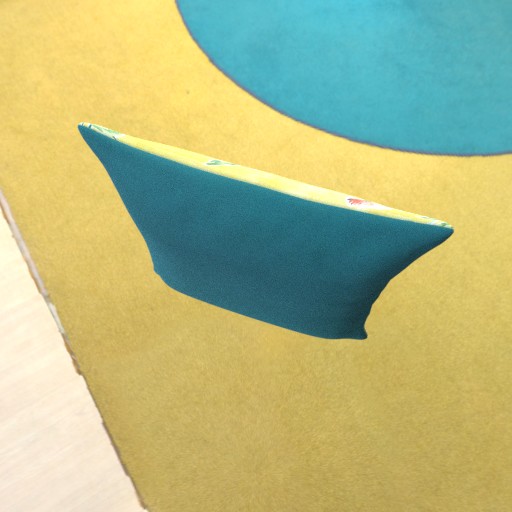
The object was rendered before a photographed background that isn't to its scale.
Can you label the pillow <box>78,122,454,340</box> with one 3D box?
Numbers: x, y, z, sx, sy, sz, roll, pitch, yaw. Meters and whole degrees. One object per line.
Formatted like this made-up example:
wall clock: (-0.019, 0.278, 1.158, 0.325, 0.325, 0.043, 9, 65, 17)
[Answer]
pillow: (0.000, 0.000, 0.810, 0.525, 0.508, 0.166, 17, 65, 8)
